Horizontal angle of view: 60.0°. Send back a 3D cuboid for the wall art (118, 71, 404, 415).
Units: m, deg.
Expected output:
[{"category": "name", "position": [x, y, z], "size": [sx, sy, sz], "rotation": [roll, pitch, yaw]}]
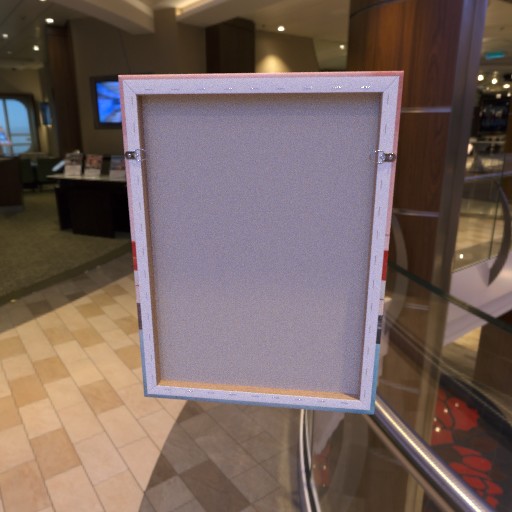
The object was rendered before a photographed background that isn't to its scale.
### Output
[{"category": "wall art", "position": [0.000, 0.000, 1.329], "size": [0.761, 1.016, 0.039], "rotation": [2, 16, 7]}]
